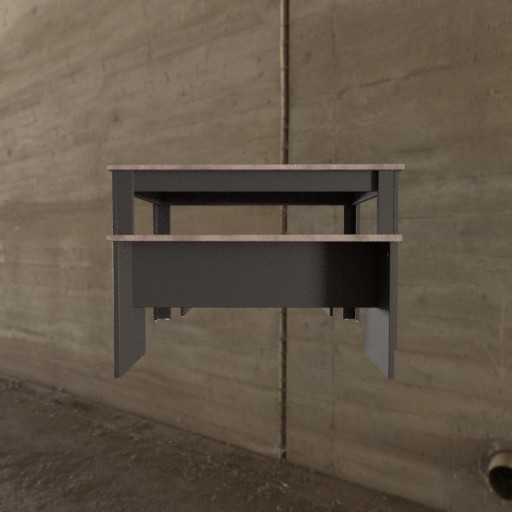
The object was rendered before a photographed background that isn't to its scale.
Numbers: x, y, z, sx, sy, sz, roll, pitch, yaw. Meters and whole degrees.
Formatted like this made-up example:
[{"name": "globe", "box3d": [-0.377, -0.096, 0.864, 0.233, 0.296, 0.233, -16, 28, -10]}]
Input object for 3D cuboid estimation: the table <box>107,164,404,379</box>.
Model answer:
[{"name": "table", "box3d": [0.000, 0.000, 2.018, 1.100, 0.700, 1.443, 0, 2, 0]}]
